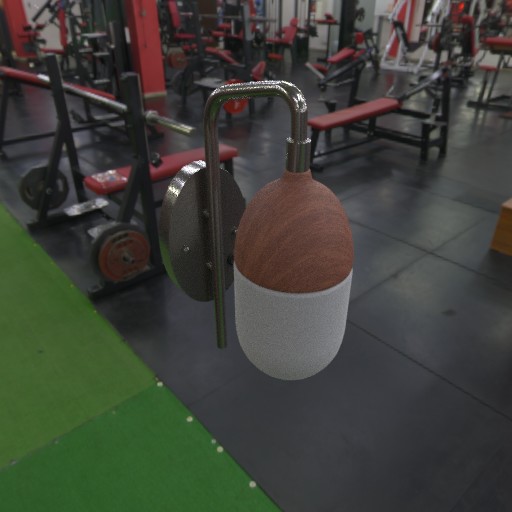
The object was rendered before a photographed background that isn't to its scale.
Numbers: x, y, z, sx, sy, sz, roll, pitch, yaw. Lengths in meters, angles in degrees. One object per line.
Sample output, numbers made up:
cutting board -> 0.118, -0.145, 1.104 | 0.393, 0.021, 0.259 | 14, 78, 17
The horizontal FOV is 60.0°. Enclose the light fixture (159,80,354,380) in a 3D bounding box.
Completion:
light fixture -> 0.000, 0.000, 0.449 | 0.108, 0.343, 0.216 | -22, 37, -32
